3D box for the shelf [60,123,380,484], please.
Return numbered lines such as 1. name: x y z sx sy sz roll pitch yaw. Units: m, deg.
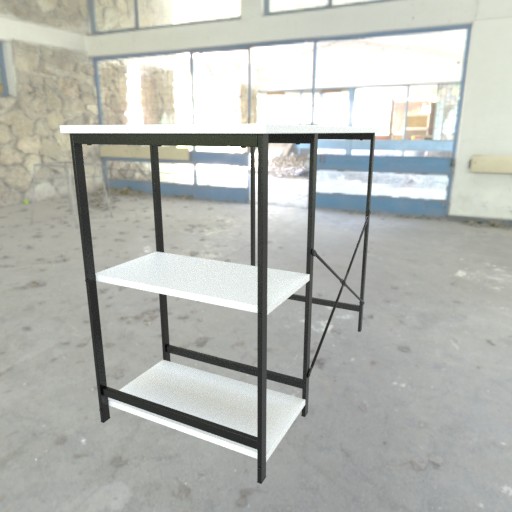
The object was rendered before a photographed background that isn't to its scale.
1. shelf: 0.000 0.000 1.341 0.498 0.750 0.902 8 17 26
